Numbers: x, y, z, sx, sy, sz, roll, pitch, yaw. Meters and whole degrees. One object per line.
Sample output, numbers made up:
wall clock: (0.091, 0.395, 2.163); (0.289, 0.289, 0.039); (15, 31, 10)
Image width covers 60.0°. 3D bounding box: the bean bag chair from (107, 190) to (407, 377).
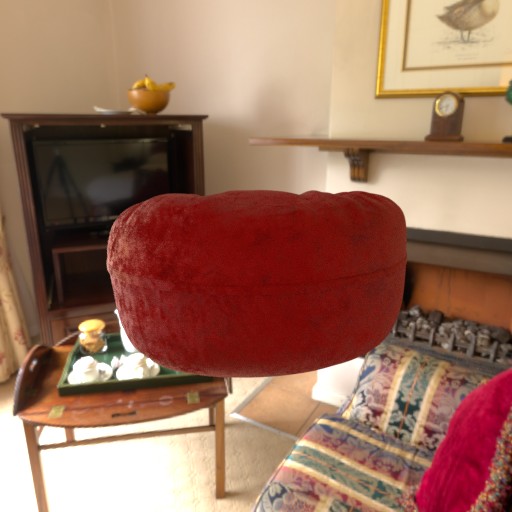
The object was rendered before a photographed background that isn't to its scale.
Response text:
bean bag chair: (0.000, 0.000, 2.491); (1.524, 0.878, 1.524); (-2, 17, -8)
